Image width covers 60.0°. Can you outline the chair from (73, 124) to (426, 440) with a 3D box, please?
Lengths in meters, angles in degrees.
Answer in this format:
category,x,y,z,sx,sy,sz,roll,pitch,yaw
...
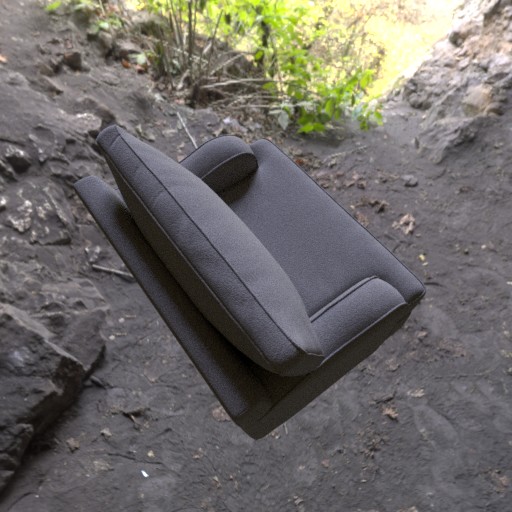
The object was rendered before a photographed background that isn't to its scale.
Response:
category,x,y,z,sx,sy,sz,roll,pitch,yaw
chair,0.000,0.000,2.016,1.040,1.016,1.220,-32,64,-18
